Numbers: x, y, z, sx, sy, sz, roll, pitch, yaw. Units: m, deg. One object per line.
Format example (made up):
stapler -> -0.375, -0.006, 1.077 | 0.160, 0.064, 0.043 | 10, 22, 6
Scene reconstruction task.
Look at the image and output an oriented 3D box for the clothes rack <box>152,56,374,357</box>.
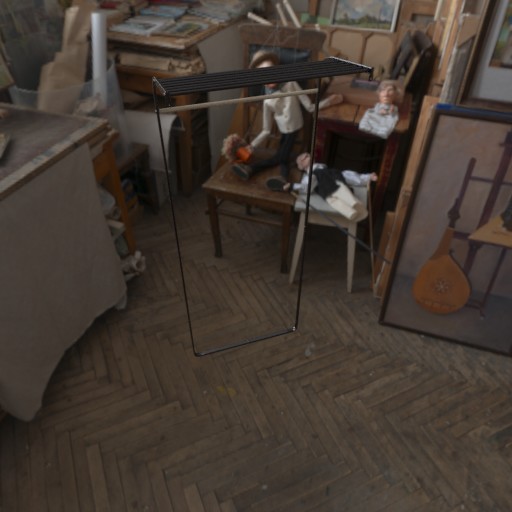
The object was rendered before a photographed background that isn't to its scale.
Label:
clothes rack -> 0.000, 0.000, 1.851 | 0.609, 1.574, 0.349 | -12, 43, -14
